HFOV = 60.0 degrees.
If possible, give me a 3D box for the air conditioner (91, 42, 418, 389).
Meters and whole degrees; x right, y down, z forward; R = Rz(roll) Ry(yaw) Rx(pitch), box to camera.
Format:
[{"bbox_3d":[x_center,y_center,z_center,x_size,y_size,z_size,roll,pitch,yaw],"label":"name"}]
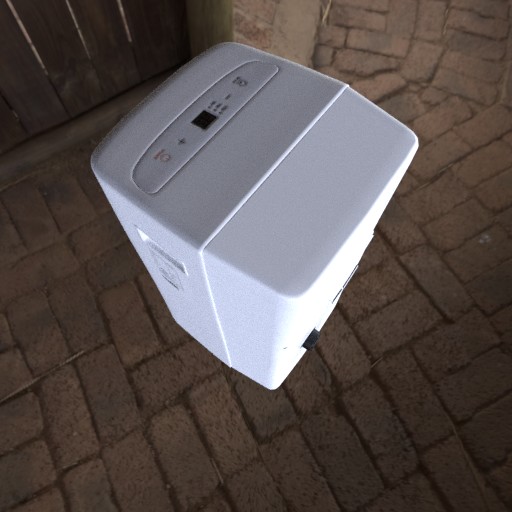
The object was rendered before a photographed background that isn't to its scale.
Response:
[{"bbox_3d":[0.000,0.000,0.800,0.349,0.606,0.304,33,68,15],"label":"air conditioner"}]
